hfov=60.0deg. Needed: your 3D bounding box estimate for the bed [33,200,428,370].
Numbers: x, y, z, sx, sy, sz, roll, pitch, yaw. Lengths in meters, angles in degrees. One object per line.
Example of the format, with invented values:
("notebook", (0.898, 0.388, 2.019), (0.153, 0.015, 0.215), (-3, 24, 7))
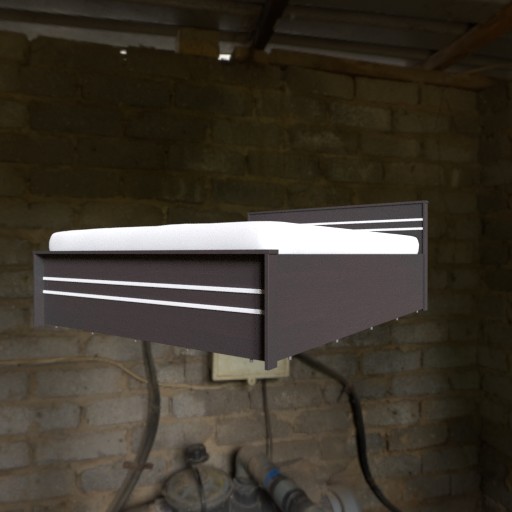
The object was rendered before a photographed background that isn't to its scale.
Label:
("bed", (0.000, 0.000, 2.911), (1.634, 0.808, 2.103), (0, 0, 36))
